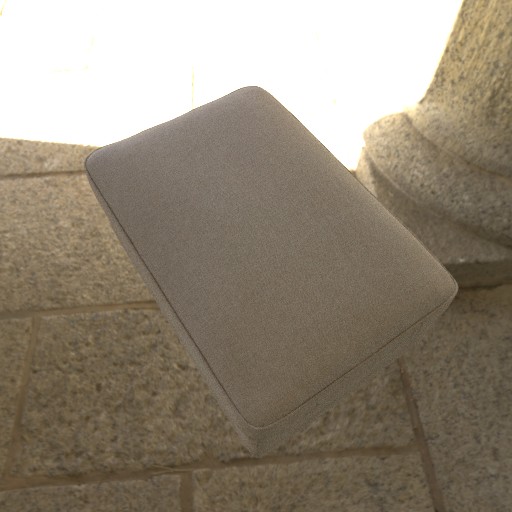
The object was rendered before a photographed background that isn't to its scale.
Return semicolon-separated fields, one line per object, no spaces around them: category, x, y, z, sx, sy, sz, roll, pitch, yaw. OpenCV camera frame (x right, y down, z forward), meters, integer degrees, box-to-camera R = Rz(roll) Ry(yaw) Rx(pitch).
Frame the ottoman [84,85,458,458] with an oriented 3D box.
ottoman;0.000;0.000;1.164;0.559;0.458;0.813;-30;63;-17
